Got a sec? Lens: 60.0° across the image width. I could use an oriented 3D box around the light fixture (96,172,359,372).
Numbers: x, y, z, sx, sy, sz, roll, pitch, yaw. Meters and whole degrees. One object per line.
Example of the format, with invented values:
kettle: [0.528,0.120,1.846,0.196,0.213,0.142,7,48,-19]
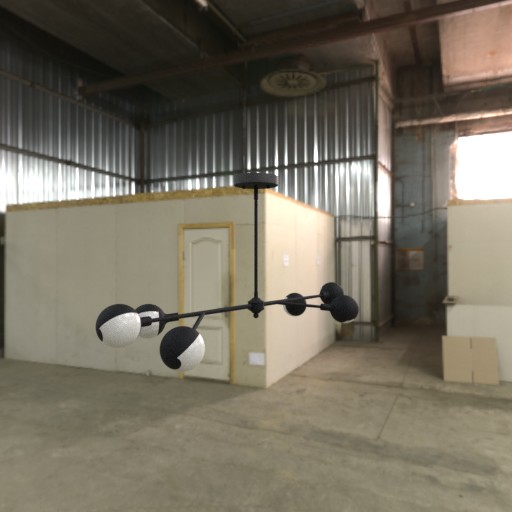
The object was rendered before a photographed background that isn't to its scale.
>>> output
light fixture: [0.000,0.000,1.012,0.778,0.362,0.434,0,0,-37]
